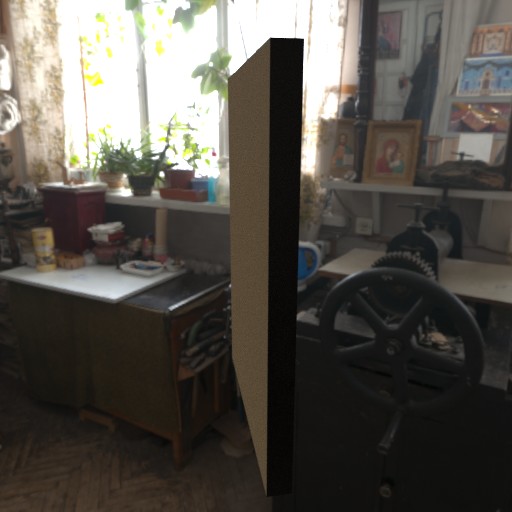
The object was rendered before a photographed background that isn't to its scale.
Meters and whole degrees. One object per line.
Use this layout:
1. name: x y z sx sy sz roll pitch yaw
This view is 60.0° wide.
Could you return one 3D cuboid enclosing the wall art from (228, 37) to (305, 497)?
1. wall art: 0.000 0.000 0.571 0.031 0.457 0.313 -3 16 -9
